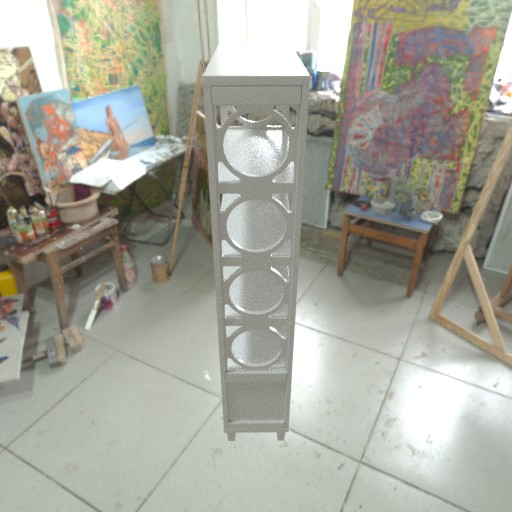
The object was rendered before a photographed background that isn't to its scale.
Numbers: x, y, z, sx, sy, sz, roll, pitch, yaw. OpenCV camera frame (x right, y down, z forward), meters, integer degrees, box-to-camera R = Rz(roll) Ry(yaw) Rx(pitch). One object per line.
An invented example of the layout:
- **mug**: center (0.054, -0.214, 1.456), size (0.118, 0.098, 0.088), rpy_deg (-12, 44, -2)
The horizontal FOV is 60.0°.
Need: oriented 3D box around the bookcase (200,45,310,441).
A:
- **bookcase**: center (0.000, 0.000, 2.166), size (0.361, 1.869, 0.761), rpy_deg (0, 32, 0)
